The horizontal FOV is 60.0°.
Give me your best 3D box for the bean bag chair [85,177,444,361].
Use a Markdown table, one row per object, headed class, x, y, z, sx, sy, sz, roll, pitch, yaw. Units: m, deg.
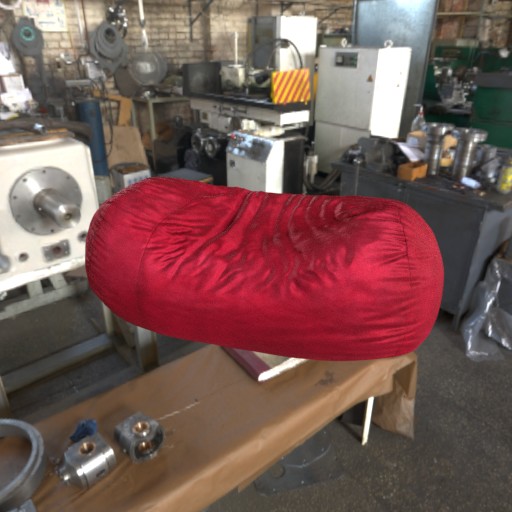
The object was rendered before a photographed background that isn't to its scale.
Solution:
| class | x | y | z | sx | sy | sz | roll | pitch | yaw |
| --- | --- | --- | --- | --- | --- | --- | --- | --- | --- |
| bean bag chair | 0.000 | 0.000 | 2.904 | 2.293 | 0.867 | 1.216 | 7 | 27 | 15 |
